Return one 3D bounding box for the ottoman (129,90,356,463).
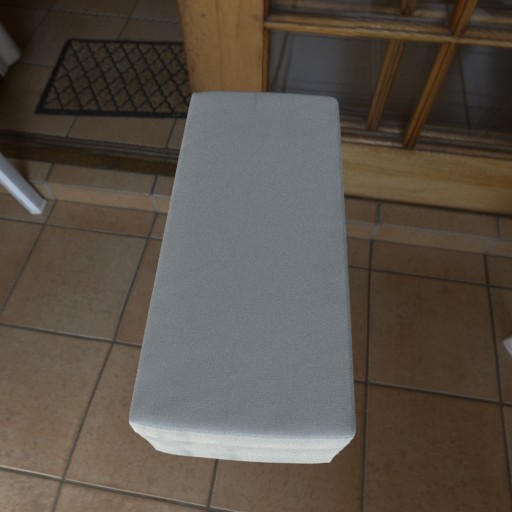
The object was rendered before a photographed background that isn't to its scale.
[{"bbox_3d":[0.000,0.000,1.697,0.665,0.457,1.388,3,59,2],"label":"ottoman"}]
